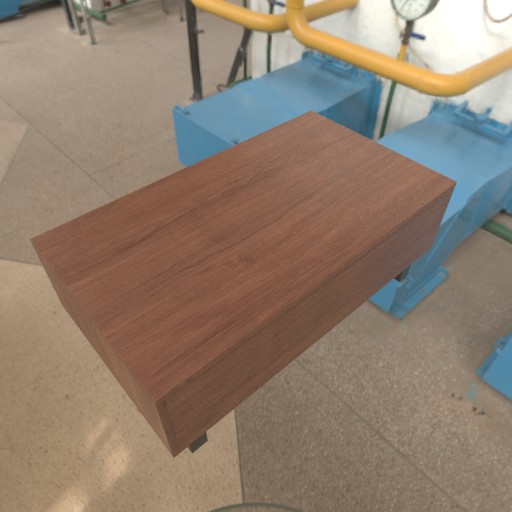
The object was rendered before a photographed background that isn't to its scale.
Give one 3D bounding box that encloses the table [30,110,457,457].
[{"bbox_3d":[0.000,0.000,1.335,1.020,0.380,0.600,-32,53,-28],"label":"table"}]
